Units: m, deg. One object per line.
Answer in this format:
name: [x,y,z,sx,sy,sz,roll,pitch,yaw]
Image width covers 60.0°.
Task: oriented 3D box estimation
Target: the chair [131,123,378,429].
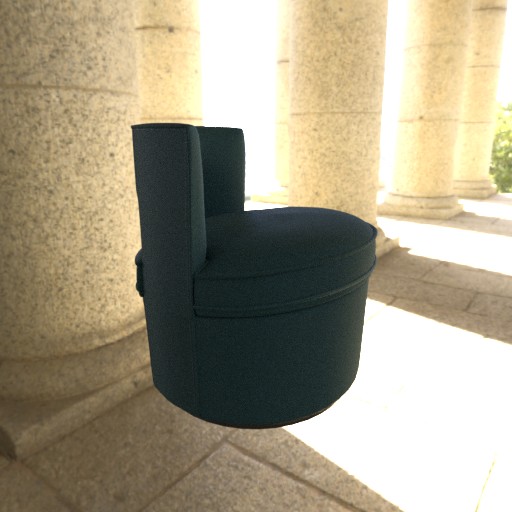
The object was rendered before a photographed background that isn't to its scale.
chair: [0.000,0.000,1.250,0.660,0.711,0.684,2,16,8]
